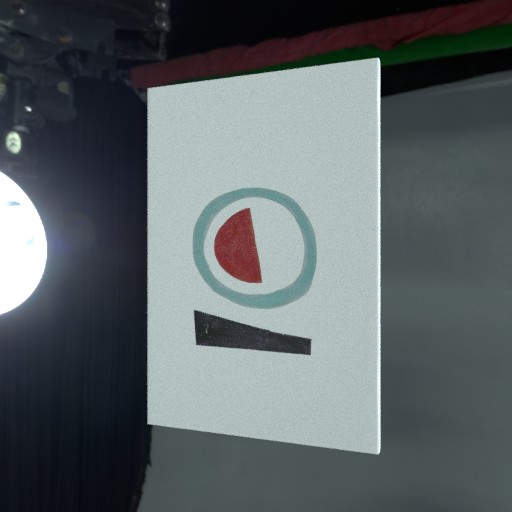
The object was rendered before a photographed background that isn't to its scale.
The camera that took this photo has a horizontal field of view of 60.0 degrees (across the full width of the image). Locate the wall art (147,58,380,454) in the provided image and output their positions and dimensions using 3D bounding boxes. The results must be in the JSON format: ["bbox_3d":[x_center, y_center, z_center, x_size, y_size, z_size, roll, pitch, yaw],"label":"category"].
[{"bbox_3d":[0.000,0.000,1.116,0.602,0.902,0.048,0,0,18],"label":"wall art"}]
